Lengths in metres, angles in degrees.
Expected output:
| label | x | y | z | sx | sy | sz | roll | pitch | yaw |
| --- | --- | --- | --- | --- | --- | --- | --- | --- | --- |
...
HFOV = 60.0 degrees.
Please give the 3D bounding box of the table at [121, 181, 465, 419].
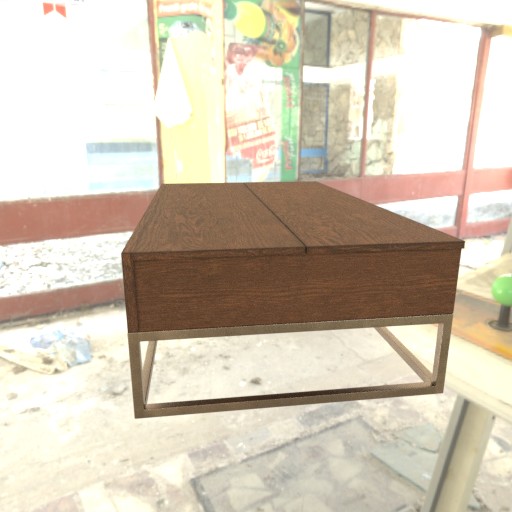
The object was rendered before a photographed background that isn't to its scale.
| label | x | y | z | sx | sy | sz | roll | pitch | yaw |
| --- | --- | --- | --- | --- | --- | --- | --- | --- | --- |
| table | 0.000 | 0.000 | 1.481 | 0.719 | 0.361 | 1.167 | -2 | 16 | -8 |
